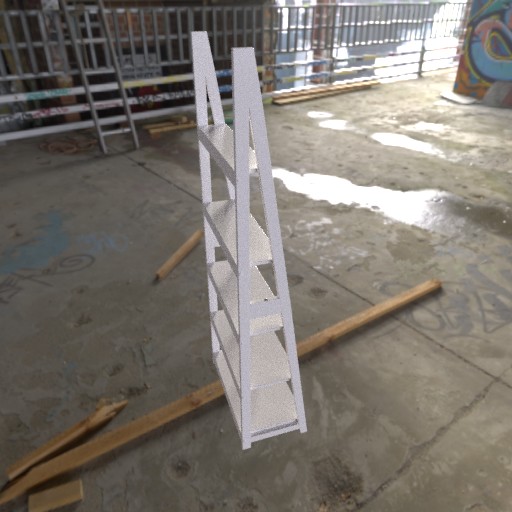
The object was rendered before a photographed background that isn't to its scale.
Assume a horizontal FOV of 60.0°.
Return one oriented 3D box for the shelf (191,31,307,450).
[{"bbox_3d":[0.000,0.000,2.003,0.341,1.779,0.636,-10,32,-15],"label":"shelf"}]
